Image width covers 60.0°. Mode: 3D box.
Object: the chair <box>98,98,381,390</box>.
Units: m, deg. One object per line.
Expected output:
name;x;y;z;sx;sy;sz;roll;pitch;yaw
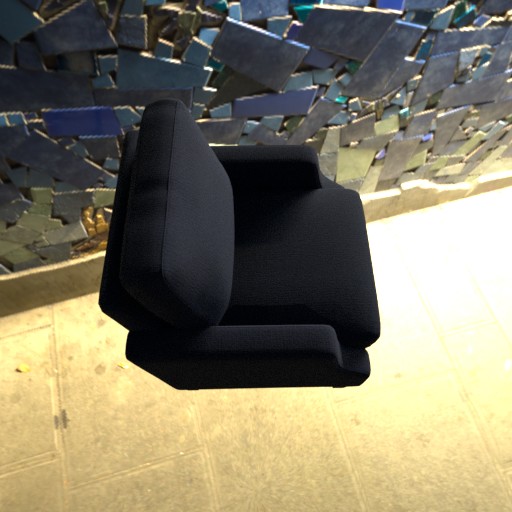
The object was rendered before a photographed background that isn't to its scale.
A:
chair;0.000;0.000;1.669;0.897;0.991;0.855;-1;62;0
